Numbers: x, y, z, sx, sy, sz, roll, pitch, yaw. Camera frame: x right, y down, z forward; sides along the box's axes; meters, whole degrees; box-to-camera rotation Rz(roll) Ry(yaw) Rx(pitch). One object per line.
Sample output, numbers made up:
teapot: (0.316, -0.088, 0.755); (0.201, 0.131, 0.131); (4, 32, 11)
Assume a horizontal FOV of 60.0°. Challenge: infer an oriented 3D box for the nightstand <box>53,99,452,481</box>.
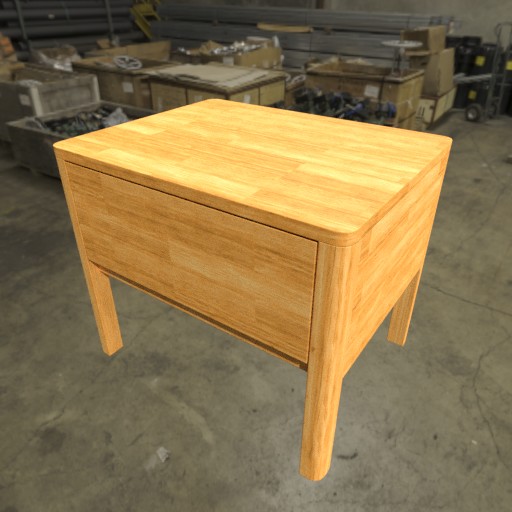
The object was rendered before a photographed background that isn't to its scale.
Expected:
nightstand: (0.000, 0.000, 0.896); (0.560, 0.470, 0.440); (20, 37, 29)
